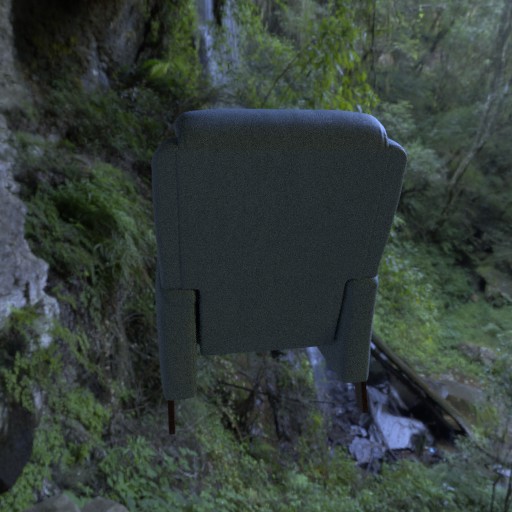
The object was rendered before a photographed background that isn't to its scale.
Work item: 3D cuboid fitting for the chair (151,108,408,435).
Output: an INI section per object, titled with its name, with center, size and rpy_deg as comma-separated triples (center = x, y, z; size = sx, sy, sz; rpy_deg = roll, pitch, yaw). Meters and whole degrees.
[chair]
center = 0.000, 0.000, 1.766
size = 0.785, 1.067, 0.988
rpy_deg = -3, 15, -10
